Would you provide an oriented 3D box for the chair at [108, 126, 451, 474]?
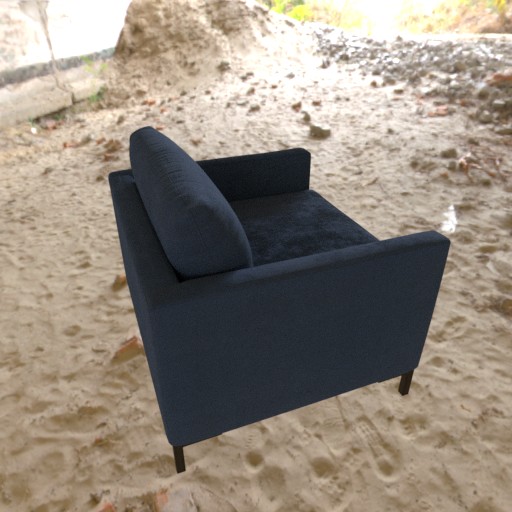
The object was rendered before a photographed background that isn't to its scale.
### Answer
[{"bbox_3d":[0.000,0.000,1.590,0.875,0.812,0.964,-11,33,-18],"label":"chair"}]
